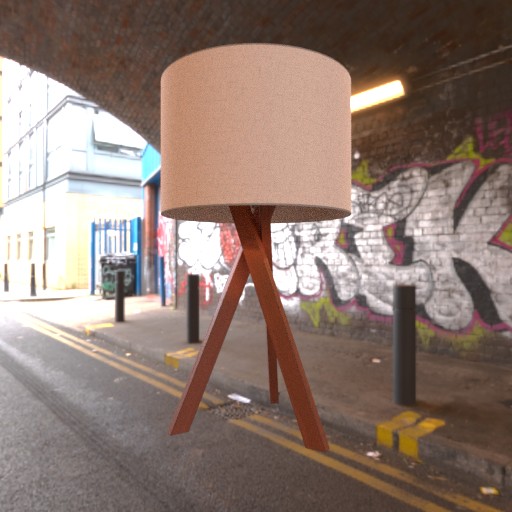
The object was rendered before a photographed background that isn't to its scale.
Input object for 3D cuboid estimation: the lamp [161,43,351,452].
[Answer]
[{"bbox_3d":[0.000,0.000,0.903,0.380,0.686,0.380,0,0,0],"label":"lamp"}]
